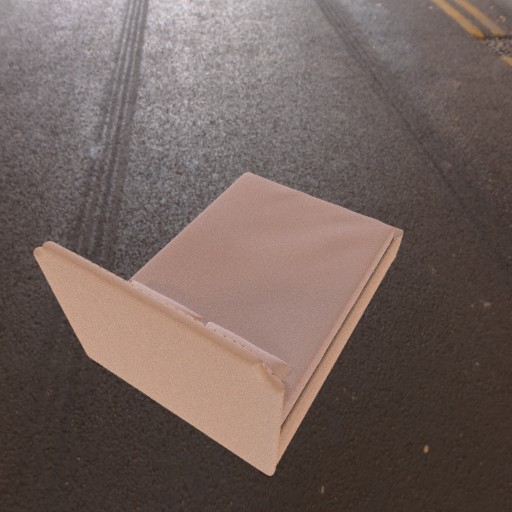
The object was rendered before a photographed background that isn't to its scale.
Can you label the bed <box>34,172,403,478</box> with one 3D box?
[{"bbox_3d":[0.000,0.000,3.429,1.712,1.443,2.372,25,51,21],"label":"bed"}]
